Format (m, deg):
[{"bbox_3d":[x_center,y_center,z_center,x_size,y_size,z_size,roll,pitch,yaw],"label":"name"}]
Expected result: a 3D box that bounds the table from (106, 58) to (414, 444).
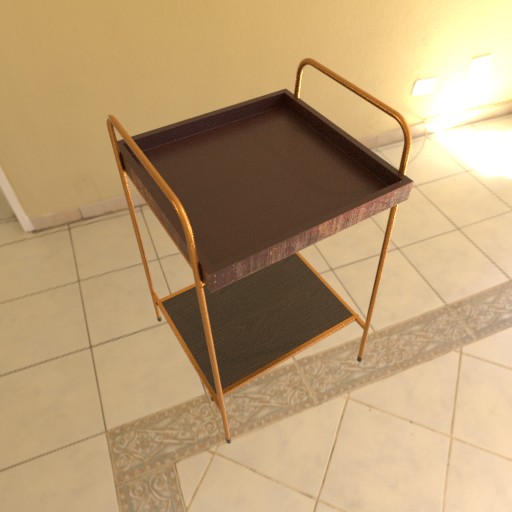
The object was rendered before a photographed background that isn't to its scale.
[{"bbox_3d":[0.000,0.000,1.011,0.430,0.710,0.430,-25,52,-21],"label":"table"}]
